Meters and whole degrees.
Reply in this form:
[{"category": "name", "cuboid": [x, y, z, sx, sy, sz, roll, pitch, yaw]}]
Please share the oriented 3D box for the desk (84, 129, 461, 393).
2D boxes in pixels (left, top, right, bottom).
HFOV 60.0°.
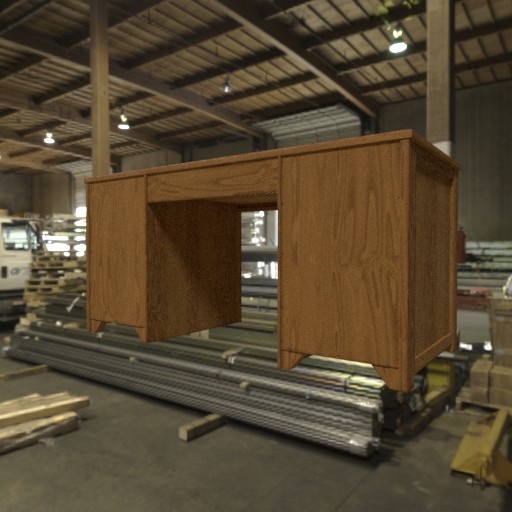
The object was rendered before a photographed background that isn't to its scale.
[{"category": "desk", "cuboid": [0.000, 0.000, 1.986, 1.567, 0.751, 0.685, 1, 2, 36]}]
